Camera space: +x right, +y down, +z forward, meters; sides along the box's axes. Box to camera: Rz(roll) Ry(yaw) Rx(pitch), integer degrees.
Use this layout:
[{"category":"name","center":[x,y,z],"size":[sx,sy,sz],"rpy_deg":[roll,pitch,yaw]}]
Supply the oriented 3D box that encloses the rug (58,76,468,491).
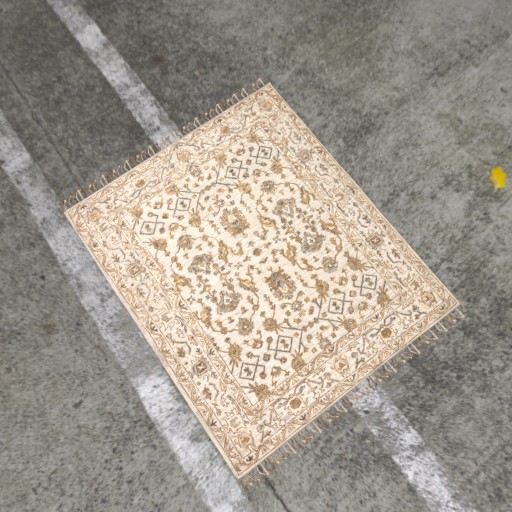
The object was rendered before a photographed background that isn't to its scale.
[{"category":"rug","center":[0.000,0.000,4.031],"size":[2.426,0.034,3.061],"rpy_deg":[-35,77,-9]}]
